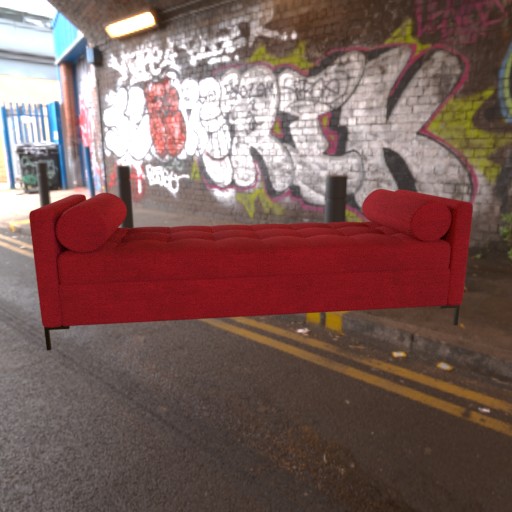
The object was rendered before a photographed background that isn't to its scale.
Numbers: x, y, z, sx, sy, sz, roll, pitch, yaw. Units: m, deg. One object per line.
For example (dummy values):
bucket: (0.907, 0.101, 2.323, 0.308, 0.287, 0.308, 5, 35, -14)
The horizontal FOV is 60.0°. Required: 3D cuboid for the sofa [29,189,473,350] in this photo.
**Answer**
sofa: (0.000, 0.000, 2.340, 1.981, 0.635, 0.686, -2, 14, -8)
